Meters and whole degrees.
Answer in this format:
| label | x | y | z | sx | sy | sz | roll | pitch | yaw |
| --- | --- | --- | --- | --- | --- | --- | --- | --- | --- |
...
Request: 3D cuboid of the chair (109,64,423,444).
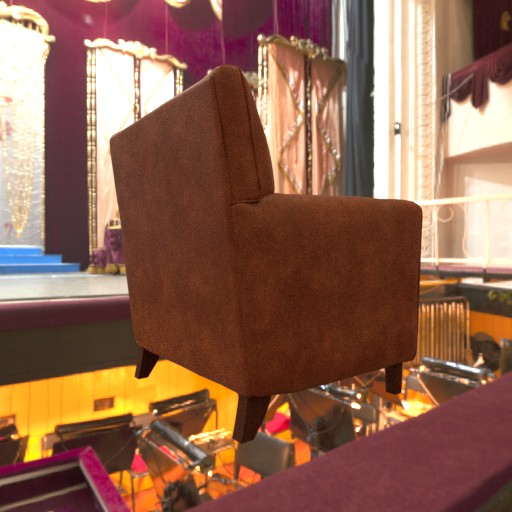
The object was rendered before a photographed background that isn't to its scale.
| label | x | y | z | sx | sy | sz | roll | pitch | yaw |
| --- | --- | --- | --- | --- | --- | --- | --- | --- | --- |
| chair | 0.000 | 0.000 | 1.608 | 0.823 | 0.943 | 0.870 | -1 | 1 | -36 |
